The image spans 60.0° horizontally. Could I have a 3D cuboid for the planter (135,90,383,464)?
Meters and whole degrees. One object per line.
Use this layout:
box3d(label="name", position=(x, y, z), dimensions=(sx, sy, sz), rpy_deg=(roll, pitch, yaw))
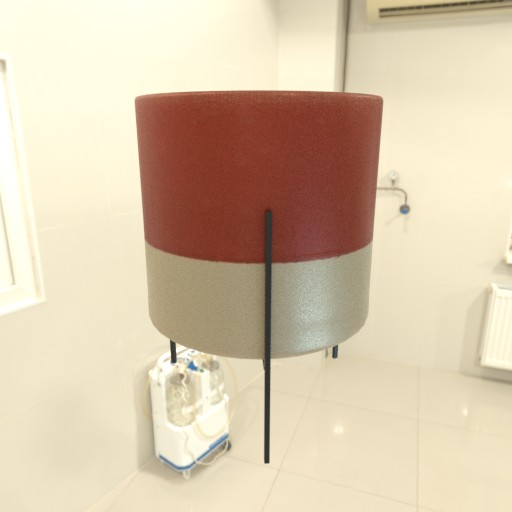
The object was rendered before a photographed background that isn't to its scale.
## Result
box3d(label="planter", position=(0.000, 0.000, 0.696), dimensions=(0.354, 0.465, 0.345), rpy_deg=(8, 18, 25))
